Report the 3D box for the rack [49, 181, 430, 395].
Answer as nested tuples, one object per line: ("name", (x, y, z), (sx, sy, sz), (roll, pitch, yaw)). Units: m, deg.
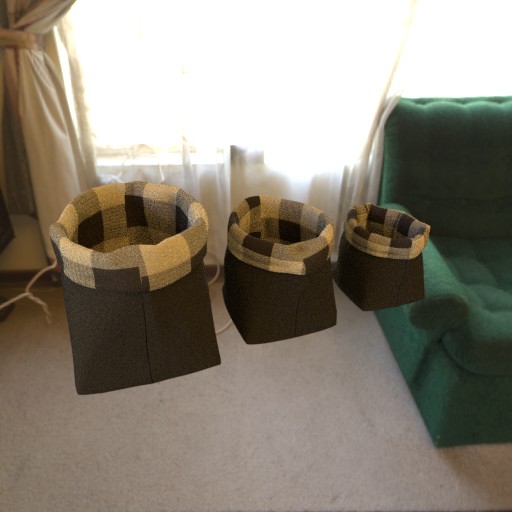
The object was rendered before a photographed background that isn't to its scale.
("rack", (0.000, 0.000, 1.069), (0.889, 0.329, 0.370), (-10, 32, -16))
